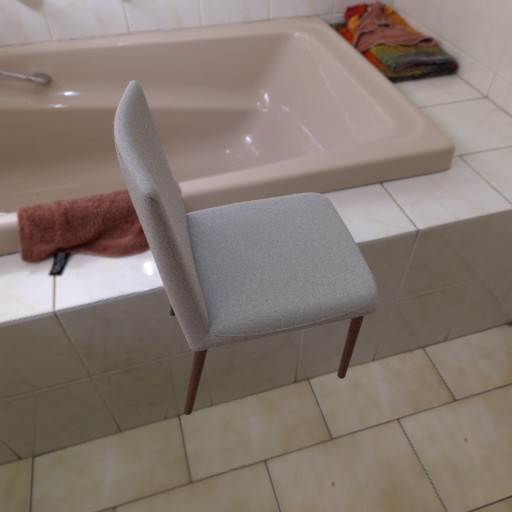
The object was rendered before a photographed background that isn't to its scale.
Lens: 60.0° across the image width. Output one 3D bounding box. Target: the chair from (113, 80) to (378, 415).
[{"bbox_3d":[0.000,0.000,1.202,0.570,0.859,0.456,-10,47,-10],"label":"chair"}]
